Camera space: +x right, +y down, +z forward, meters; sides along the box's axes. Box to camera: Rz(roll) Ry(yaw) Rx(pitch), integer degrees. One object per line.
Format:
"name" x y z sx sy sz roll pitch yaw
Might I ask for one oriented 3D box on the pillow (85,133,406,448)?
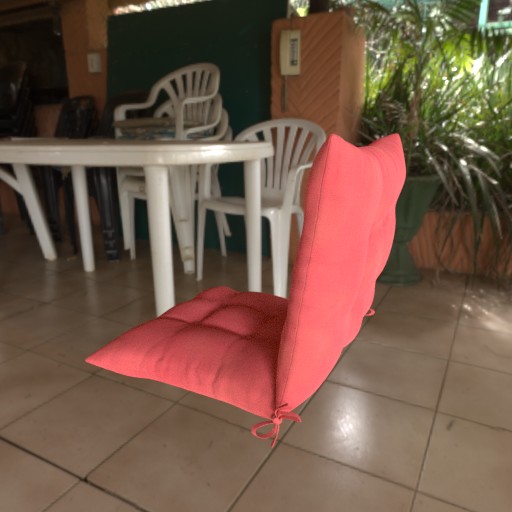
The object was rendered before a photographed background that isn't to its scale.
"pillow" 0.000 0.000 0.998 0.585 0.536 0.541 8 18 26
